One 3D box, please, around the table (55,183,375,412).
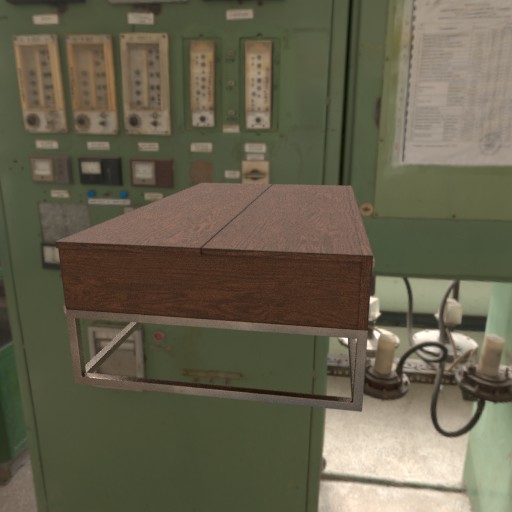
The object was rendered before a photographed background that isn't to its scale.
[{"bbox_3d":[0.000,0.000,1.542,0.719,0.361,1.167,3,16,9],"label":"table"}]
